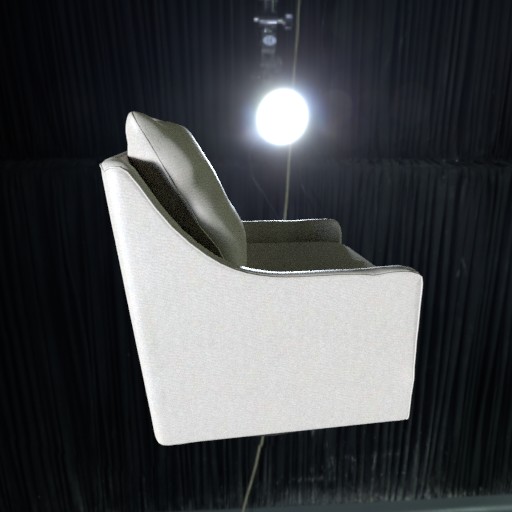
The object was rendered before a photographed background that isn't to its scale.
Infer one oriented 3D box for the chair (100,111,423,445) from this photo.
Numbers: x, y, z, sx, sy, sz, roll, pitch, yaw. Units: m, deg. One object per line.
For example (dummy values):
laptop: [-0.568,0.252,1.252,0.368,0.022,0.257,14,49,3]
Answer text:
chair: [0.000,0.000,1.552,0.876,0.942,0.760,-3,16,-9]
